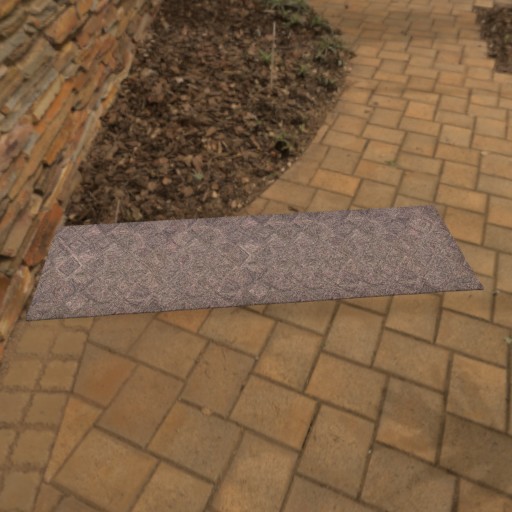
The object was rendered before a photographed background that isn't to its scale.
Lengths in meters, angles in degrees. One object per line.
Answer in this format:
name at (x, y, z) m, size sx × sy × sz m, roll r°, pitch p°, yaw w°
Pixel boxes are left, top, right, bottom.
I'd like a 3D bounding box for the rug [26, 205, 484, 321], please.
rug at (0.000, 0.000, 2.445) m, size 2.296 × 0.011 × 0.691 m, roll -4°, pitch 45°, yaw -4°
